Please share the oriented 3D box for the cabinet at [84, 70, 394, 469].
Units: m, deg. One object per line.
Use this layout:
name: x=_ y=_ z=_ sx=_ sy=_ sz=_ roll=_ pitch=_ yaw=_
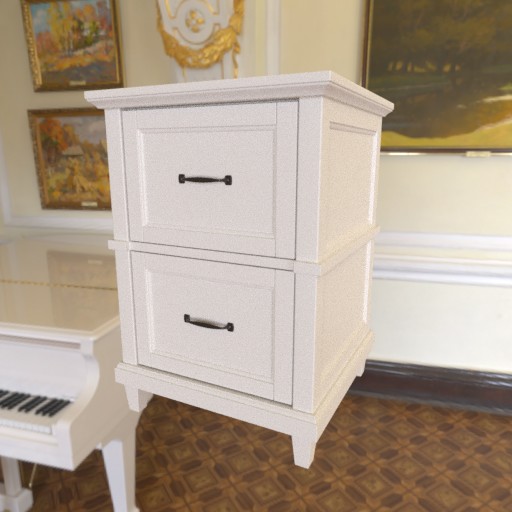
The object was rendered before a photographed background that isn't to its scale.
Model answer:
cabinet: x=0.000 y=0.000 z=1.147 sx=0.544 sy=0.775 sz=0.547 roll=7 pitch=15 yaw=26
